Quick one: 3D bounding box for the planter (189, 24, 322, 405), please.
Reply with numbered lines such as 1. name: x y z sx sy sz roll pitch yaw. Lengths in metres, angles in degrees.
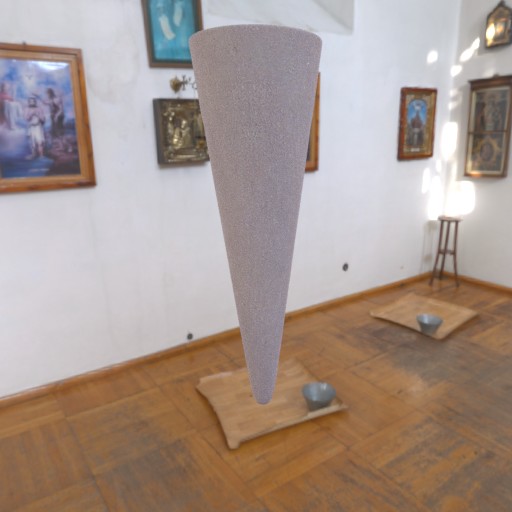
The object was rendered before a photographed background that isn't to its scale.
1. planter: 0.000 0.000 0.293 0.078 0.259 0.087 2 14 10
